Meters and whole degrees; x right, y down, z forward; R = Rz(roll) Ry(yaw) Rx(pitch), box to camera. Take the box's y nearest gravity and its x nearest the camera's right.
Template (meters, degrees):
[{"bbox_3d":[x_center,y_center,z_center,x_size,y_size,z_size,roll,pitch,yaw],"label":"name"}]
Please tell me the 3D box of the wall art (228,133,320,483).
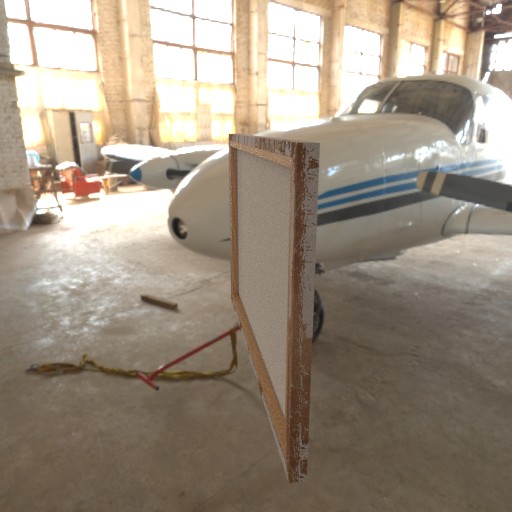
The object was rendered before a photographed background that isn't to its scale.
[{"bbox_3d":[0.000,0.000,1.167,0.035,0.609,0.914,-3,16,-9],"label":"wall art"}]
